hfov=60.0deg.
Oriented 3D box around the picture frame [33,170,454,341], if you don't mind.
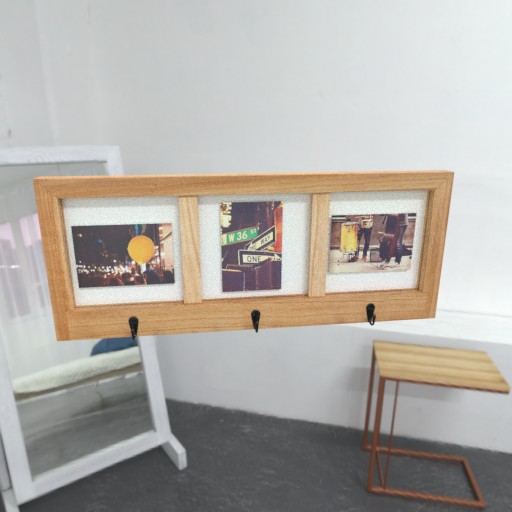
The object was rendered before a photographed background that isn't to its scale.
[{"bbox_3d":[0.000,0.000,0.646,0.582,0.234,0.045,-2,18,-7],"label":"picture frame"}]
